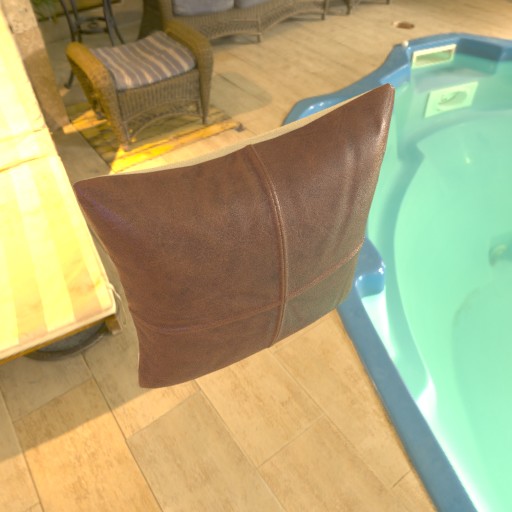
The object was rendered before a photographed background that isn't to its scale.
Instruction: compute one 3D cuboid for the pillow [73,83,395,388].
[{"bbox_3d":[0.000,0.000,0.727,0.484,0.470,0.192,-23,50,-20],"label":"pillow"}]
